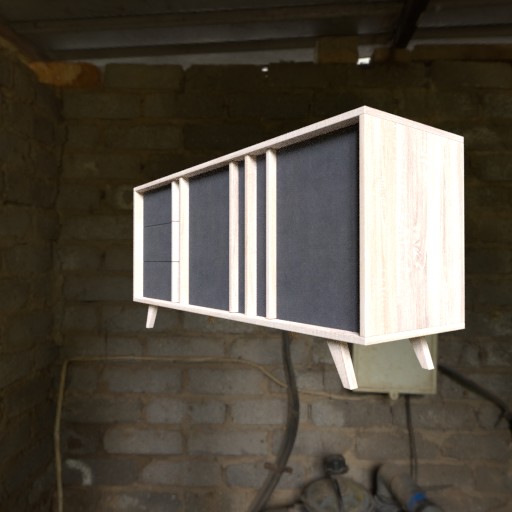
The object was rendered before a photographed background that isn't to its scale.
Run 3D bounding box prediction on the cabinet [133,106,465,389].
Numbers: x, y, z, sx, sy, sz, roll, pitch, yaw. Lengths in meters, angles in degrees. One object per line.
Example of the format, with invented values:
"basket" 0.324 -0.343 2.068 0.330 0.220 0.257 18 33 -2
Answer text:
"cabinet" 0.000 0.000 1.985 0.500 0.780 1.650 1 -1 -36
